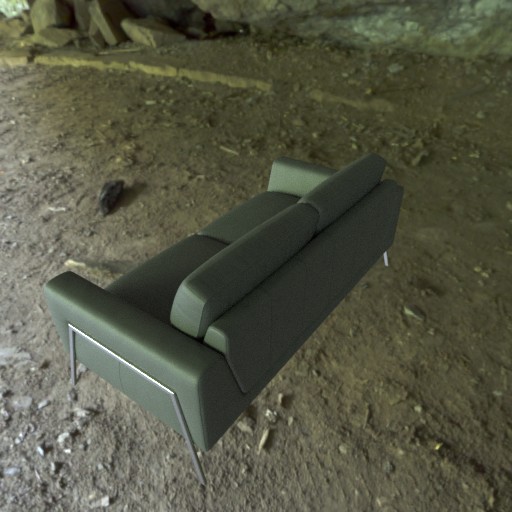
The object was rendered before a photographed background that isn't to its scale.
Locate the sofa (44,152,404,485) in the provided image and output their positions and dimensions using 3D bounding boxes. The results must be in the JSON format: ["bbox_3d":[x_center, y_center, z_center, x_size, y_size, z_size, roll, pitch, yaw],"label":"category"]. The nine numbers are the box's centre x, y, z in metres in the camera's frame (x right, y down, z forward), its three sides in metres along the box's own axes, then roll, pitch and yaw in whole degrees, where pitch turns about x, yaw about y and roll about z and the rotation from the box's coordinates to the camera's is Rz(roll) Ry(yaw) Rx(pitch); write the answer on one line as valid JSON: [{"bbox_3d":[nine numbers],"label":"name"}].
[{"bbox_3d":[0.000,0.000,2.530,0.953,0.875,2.017,22,39,29],"label":"sofa"}]
